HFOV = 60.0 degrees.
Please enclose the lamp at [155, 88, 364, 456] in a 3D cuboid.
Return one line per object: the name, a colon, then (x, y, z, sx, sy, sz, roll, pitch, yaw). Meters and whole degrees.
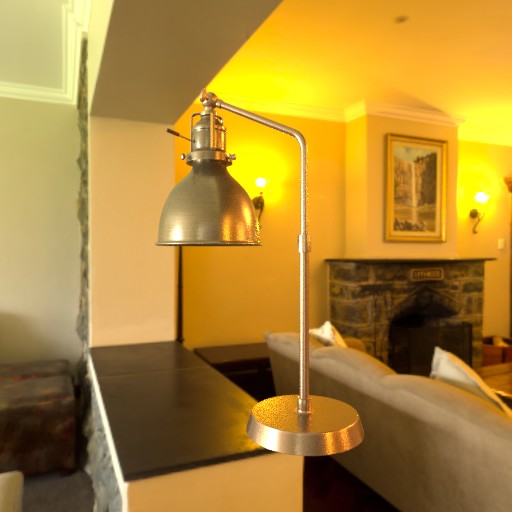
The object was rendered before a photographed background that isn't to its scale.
lamp: (0.000, 0.000, 0.600, 0.286, 0.456, 0.153, 0, 0, 17)
